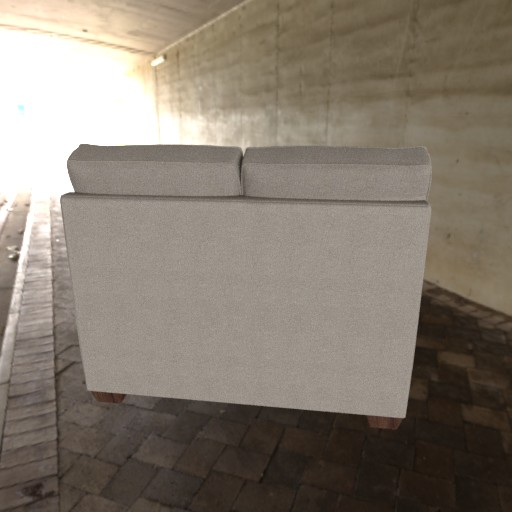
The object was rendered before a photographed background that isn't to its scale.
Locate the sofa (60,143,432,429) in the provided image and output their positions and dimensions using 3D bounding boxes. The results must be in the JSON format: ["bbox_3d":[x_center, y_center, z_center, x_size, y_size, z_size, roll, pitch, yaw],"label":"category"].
[{"bbox_3d":[0.000,0.000,1.981,1.232,1.006,0.978,2,17,8],"label":"sofa"}]
